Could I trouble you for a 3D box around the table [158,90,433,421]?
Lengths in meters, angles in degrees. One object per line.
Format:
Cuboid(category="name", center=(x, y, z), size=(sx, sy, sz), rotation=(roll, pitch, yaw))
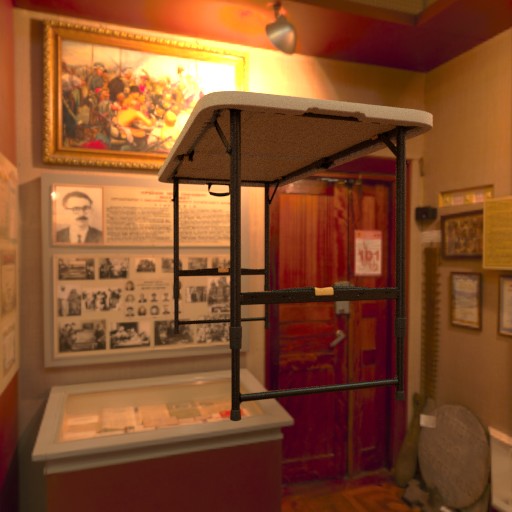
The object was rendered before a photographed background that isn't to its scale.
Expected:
Cuboid(category="table", center=(0.000, 0.000, 1.616), size=(0.611, 0.737, 1.245), rotation=(0, 1, -17))
